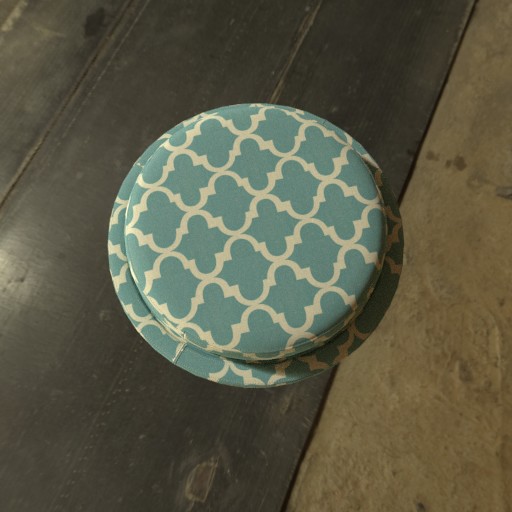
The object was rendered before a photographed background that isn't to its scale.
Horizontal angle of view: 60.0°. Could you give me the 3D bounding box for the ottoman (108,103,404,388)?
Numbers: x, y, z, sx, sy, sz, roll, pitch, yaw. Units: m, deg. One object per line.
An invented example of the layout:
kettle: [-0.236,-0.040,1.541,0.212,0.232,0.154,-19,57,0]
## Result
ottoman: [0.000,0.000,0.843,0.480,0.429,0.480,0,75,0]
